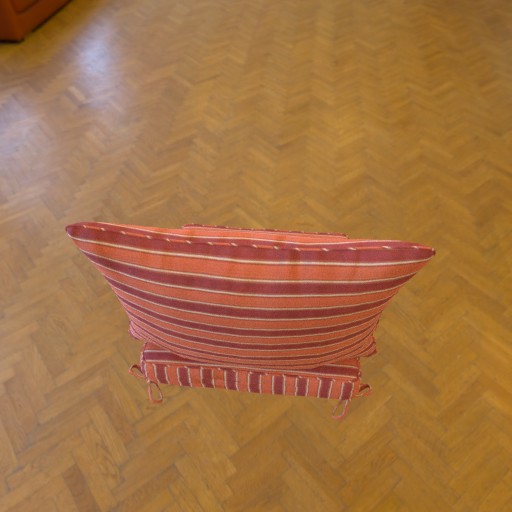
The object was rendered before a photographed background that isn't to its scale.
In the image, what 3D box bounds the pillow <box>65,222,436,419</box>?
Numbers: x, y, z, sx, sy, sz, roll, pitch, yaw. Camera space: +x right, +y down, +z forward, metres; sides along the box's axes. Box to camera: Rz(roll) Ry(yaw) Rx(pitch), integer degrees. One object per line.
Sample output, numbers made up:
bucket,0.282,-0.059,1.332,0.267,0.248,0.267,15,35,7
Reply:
pillow,0.000,0.000,1.381,0.799,0.723,0.733,4,47,4
